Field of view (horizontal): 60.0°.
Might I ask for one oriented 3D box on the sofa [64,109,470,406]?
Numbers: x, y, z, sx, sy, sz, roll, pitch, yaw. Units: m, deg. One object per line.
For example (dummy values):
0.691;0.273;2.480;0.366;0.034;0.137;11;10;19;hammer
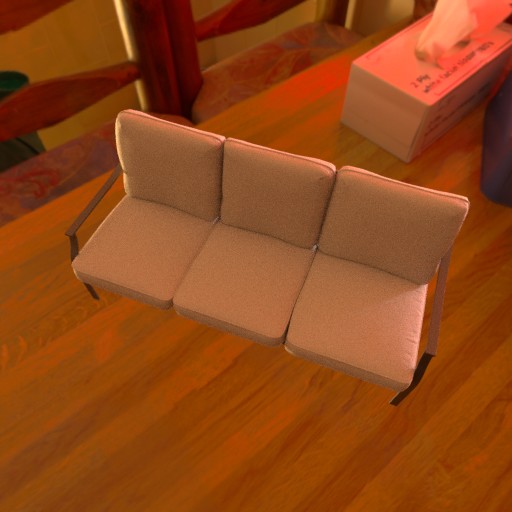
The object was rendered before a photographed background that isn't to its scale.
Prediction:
0.000;0.000;2.183;1.740;0.860;0.787;17;59;11;sofa
